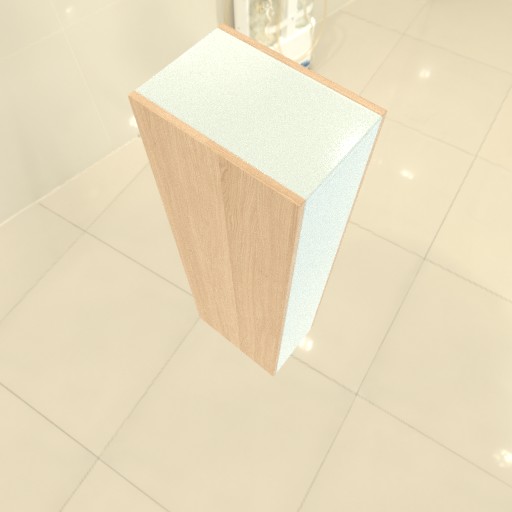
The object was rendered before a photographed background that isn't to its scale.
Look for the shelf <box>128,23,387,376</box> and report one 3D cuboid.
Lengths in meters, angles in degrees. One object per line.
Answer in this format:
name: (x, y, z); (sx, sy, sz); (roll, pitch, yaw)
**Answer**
shelf: (0.000, 0.000, 0.984); (0.290, 0.882, 0.197); (36, 68, 17)
